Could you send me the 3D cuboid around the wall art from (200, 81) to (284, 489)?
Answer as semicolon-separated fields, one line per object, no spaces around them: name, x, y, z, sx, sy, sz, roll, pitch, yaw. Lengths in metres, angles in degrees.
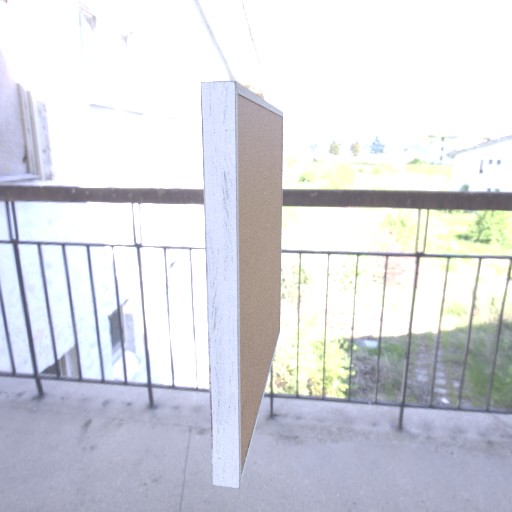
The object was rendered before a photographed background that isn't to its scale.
wall art;0.000;0.000;0.771;0.038;0.508;0.508;2;15;9
